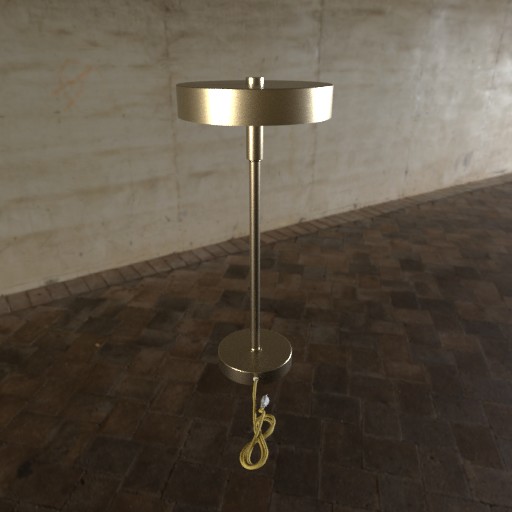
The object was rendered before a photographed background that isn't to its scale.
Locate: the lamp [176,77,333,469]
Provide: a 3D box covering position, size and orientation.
[{"bbox_3d":[0.000,0.000,0.686,0.229,0.508,0.369,-1,24,-1],"label":"lamp"}]
